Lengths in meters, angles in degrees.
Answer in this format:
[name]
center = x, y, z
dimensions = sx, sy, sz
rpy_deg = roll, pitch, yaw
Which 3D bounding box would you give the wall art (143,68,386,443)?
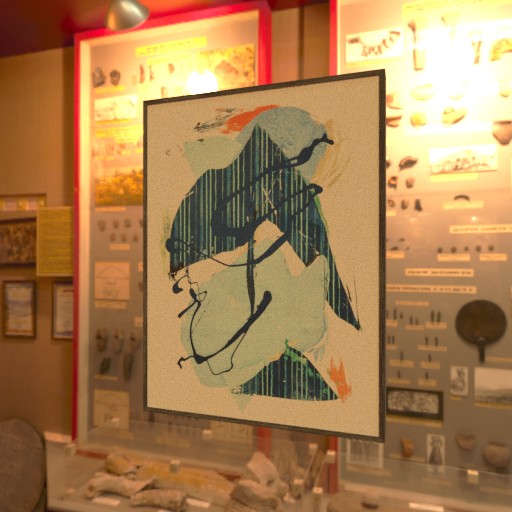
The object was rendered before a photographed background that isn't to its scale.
[wall art]
center = 0.000, 0.000, 1.356
dimensions = 0.762, 1.016, 0.063
rpy_deg = 0, 0, 19
